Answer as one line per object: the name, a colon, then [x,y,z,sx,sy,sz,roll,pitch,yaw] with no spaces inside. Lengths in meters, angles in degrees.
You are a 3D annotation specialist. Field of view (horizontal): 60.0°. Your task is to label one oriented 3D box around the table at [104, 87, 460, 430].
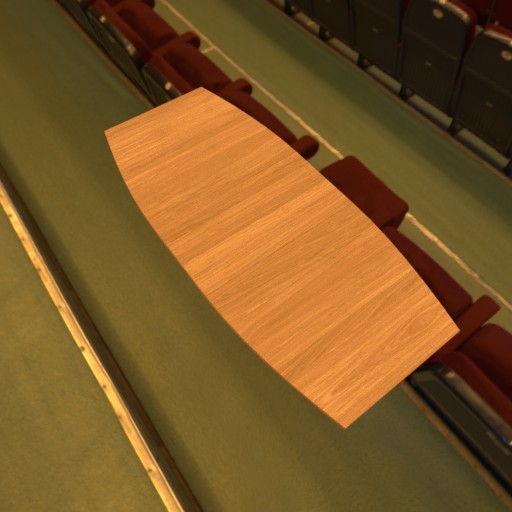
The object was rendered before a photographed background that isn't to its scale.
table: [0.000,0.000,2.545,0.900,0.750,2.032,-32,63,-19]
